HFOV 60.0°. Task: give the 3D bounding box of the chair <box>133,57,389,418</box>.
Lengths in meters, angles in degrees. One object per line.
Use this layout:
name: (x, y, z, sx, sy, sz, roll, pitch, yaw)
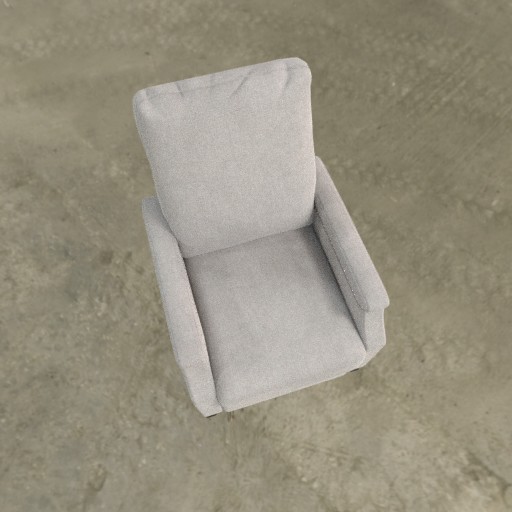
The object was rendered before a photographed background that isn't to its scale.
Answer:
chair: (0.000, 0.000, 1.619, 0.710, 1.049, 0.922, -15, 64, -8)
